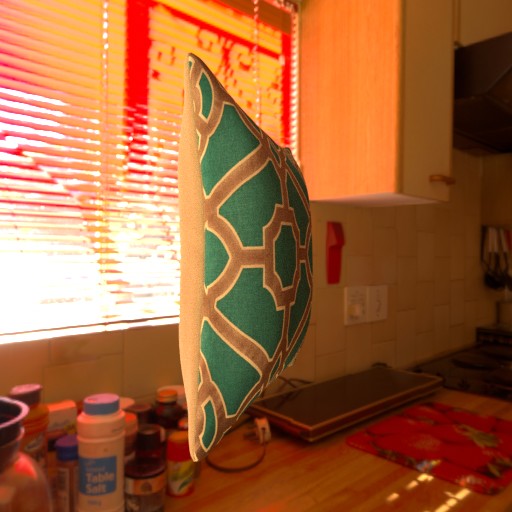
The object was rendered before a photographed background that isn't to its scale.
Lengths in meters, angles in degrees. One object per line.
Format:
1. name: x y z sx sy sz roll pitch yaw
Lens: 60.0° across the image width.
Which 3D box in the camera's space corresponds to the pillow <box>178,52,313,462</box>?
1. pillow: 0.000 0.000 0.791 0.166 0.507 0.526 0 0 18
